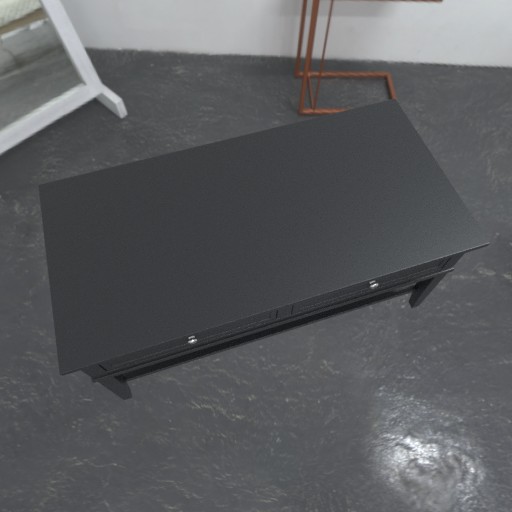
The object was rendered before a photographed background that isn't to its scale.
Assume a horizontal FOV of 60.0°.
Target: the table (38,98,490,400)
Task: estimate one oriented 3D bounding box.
[{"bbox_3d":[0.000,0.000,1.338,1.044,0.470,0.523,-16,63,-8],"label":"table"}]
